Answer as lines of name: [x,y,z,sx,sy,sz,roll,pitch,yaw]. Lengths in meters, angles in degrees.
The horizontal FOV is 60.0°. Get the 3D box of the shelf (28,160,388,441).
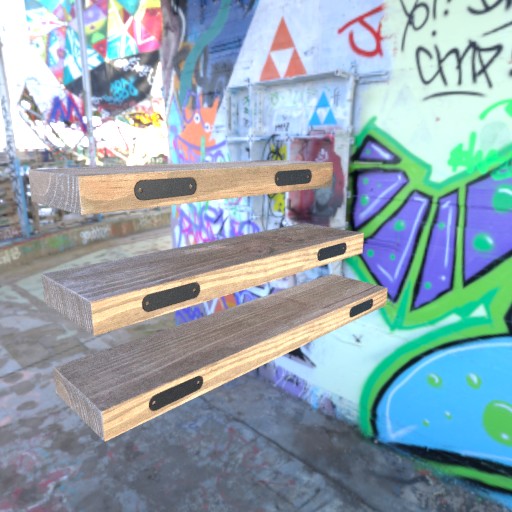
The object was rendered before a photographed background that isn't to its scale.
shelf: [0.000,0.000,0.712,0.610,0.293,0.140,-14,20,-43]
